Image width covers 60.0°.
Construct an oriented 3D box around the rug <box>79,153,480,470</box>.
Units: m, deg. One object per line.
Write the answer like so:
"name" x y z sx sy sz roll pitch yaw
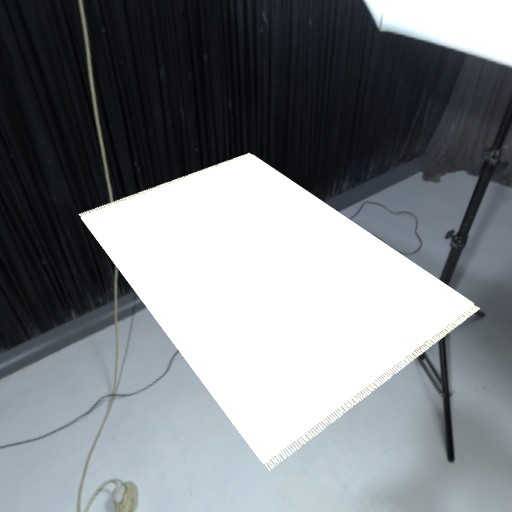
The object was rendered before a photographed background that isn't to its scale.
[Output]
"rug" 0.000 0.000 2.847 1.514 0.011 2.233 -26 48 -26
